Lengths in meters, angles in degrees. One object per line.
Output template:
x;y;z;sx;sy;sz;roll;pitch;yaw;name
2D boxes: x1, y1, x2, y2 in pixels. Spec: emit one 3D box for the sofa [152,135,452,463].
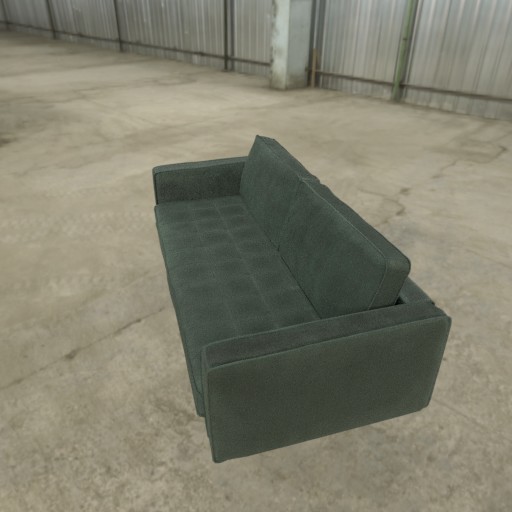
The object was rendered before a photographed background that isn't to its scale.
0.000;0.000;2.218;0.886;0.781;1.816;-9;32;-14;sofa
